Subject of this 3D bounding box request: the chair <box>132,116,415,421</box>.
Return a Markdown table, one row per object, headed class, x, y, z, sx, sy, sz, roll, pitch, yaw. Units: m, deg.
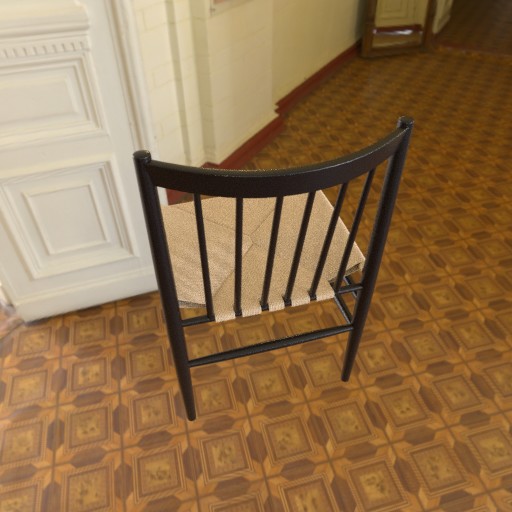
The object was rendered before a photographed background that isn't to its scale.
| class | x | y | z | sx | sy | sz | roll | pitch | yaw |
| --- | --- | --- | --- | --- | --- | --- | --- | --- | --- |
| chair | 0.000 | 0.000 | 1.119 | 0.495 | 0.818 | 0.516 | -10 | 43 | -11 |
